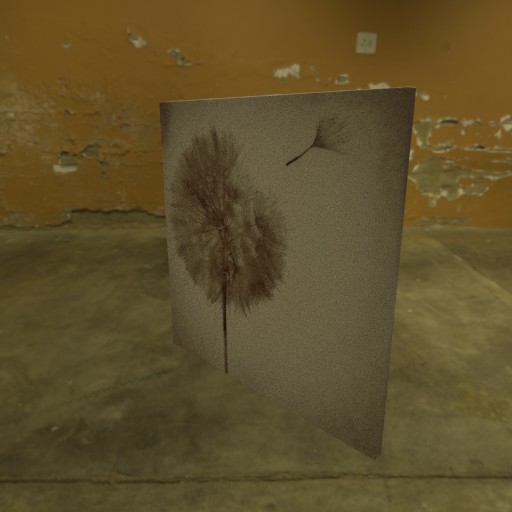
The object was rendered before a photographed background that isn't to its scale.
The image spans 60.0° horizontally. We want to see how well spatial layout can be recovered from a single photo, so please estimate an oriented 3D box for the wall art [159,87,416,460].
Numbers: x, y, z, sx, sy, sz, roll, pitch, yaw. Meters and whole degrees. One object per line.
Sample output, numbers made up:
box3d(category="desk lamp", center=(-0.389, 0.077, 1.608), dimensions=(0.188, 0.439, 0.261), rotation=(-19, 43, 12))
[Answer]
box3d(category="wall art", center=(0.000, 0.000, 1.125), dimensions=(0.027, 0.762, 0.762), rotation=(-16, 23, -42))
